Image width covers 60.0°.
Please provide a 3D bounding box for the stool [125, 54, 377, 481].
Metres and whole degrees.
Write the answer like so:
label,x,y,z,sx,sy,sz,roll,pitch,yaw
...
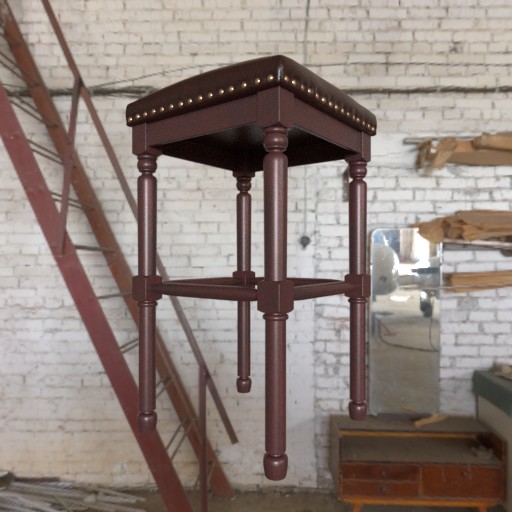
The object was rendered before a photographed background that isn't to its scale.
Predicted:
label,x,y,z,sx,sy,sz,roll,pitch,yaw
stool,0.000,0.000,0.928,0.383,0.702,0.382,0,0,37
